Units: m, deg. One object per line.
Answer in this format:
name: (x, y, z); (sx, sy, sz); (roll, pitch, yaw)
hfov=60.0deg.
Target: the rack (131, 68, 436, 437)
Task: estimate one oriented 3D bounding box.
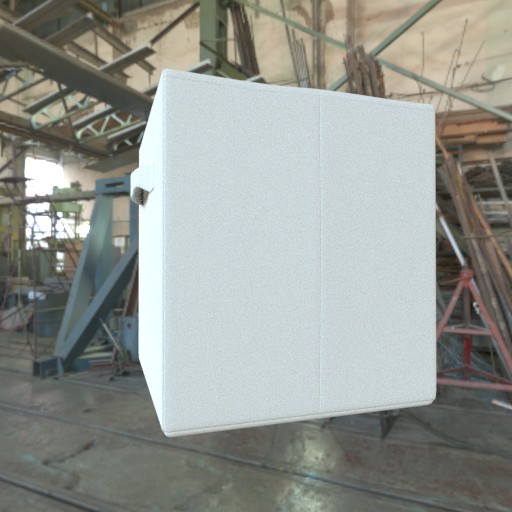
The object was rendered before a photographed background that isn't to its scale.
rack: (0.000, 0.000, 0.495); (0.270, 0.280, 0.270); (0, -1, -19)
